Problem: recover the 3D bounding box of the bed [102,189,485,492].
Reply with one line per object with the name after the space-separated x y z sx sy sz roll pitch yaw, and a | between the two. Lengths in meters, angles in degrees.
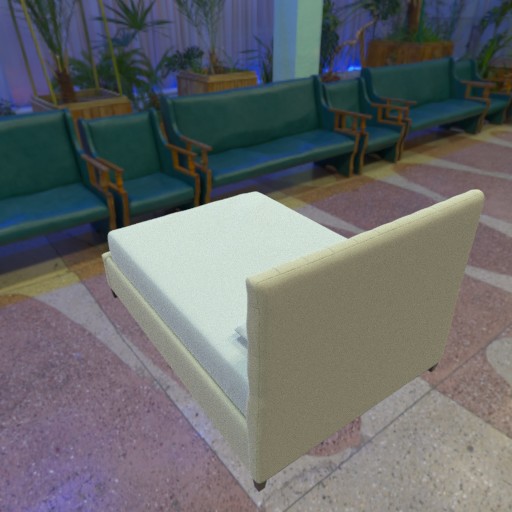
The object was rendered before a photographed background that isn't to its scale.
0.000 0.000 3.372 1.698 1.427 2.387 -20 36 -30 | bed
